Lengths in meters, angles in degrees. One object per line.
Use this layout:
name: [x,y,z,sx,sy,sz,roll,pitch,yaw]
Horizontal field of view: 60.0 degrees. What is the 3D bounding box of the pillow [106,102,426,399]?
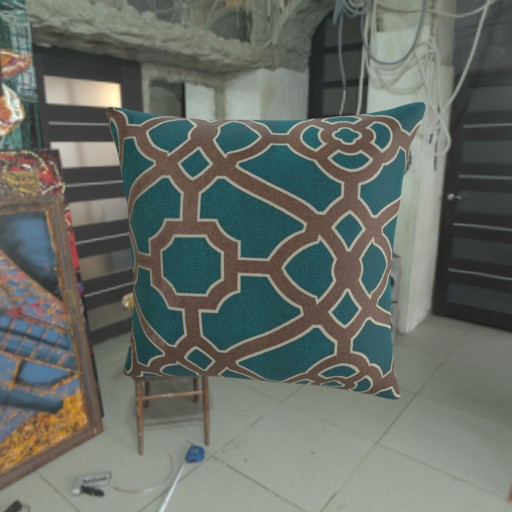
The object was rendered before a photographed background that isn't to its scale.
pillow: [0.000,0.000,0.778,0.526,0.507,0.166,2,15,9]
